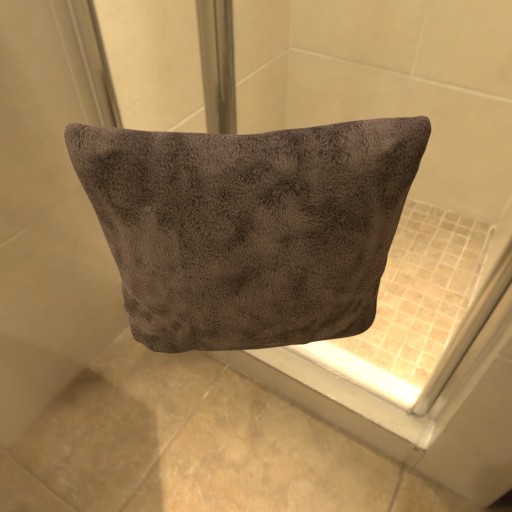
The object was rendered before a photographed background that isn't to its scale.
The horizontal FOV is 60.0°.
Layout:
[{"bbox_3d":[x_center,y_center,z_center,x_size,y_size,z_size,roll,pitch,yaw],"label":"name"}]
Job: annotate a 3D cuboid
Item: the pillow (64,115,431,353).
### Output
[{"bbox_3d":[0.000,0.000,0.779,0.522,0.520,0.204,-4,46,-4],"label":"pillow"}]
